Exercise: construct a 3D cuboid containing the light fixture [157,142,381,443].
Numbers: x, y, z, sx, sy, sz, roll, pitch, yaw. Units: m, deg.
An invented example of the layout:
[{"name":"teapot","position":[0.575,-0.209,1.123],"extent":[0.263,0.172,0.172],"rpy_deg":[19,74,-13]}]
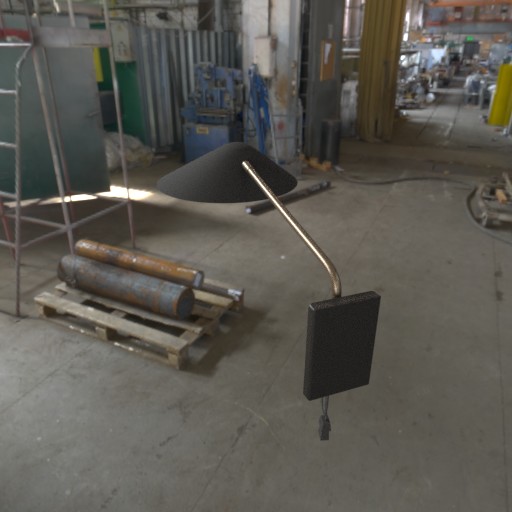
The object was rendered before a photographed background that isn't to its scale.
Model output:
[{"name":"light fixture","position":[0.000,0.000,0.680],"extent":[0.240,0.312,0.516],"rpy_deg":[-9,27,-19]}]
